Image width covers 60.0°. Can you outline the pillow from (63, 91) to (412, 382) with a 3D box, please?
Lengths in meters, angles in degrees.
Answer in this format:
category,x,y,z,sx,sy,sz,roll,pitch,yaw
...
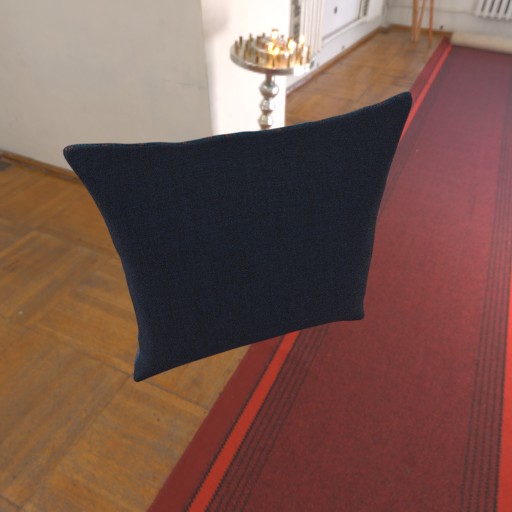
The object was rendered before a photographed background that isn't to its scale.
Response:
category,x,y,z,sx,sy,sz,roll,pitch,yaw
pillow,0.000,0.000,0.652,0.431,0.431,0.141,-13,42,-15
